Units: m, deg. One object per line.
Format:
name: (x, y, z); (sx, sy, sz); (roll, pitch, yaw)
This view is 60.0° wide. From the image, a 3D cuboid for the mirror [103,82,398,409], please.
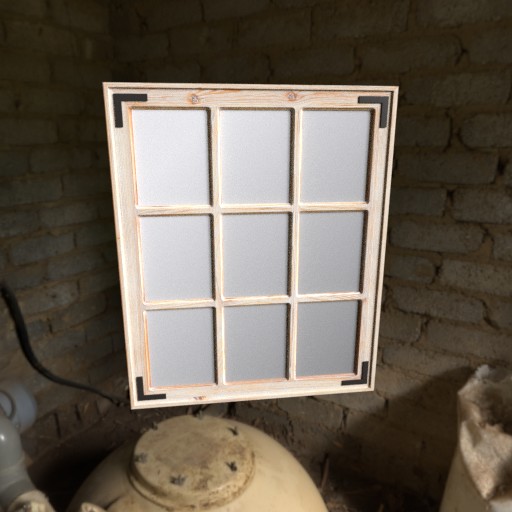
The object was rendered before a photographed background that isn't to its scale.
mirror: (0.000, 0.000, 1.220); (0.730, 0.882, 0.032); (-2, 16, -7)
